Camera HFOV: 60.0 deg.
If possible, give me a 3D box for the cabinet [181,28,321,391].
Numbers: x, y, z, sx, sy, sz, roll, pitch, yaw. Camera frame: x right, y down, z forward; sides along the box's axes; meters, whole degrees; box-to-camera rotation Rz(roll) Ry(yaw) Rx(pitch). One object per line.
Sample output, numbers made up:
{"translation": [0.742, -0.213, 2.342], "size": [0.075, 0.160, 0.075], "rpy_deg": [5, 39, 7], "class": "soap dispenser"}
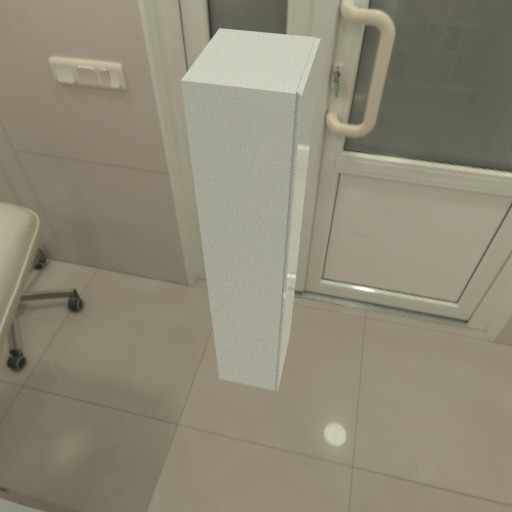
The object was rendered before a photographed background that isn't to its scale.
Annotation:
{"translation": [0.000, 0.000, 1.571], "size": [0.270, 1.400, 0.300], "rpy_deg": [10, 48, 9], "class": "cabinet"}
